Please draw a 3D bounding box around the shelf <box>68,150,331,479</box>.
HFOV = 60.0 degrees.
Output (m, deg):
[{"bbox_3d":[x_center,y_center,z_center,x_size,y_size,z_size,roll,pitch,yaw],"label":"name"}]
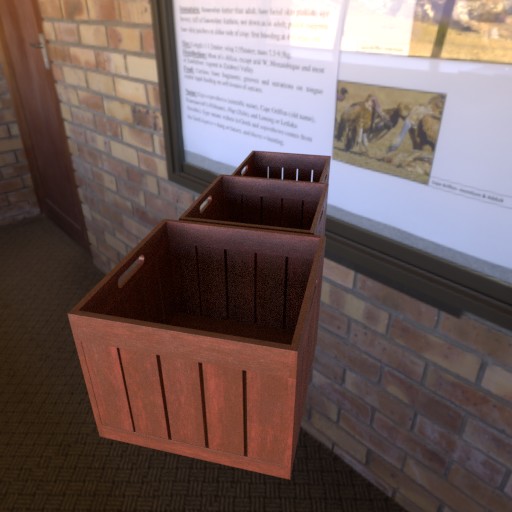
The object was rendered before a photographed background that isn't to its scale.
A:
[{"bbox_3d":[0.000,0.000,1.233,0.393,0.311,1.064,7,30,12],"label":"shelf"}]
